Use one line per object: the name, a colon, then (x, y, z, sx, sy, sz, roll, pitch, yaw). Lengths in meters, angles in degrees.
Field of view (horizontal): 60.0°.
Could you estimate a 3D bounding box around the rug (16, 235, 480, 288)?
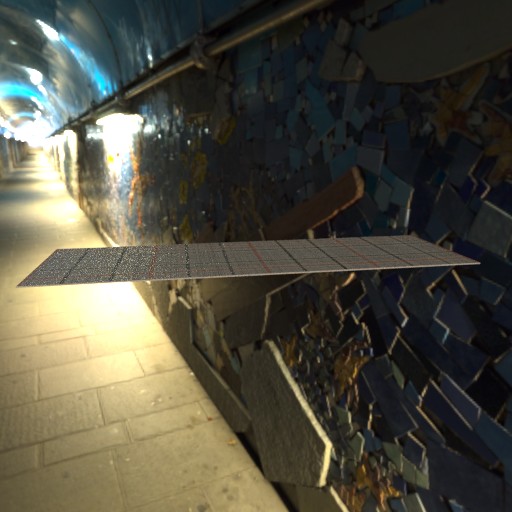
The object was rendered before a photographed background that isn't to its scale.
rug: (0.000, 0.000, 2.662, 2.439, 0.008, 0.762, -3, 15, -10)
